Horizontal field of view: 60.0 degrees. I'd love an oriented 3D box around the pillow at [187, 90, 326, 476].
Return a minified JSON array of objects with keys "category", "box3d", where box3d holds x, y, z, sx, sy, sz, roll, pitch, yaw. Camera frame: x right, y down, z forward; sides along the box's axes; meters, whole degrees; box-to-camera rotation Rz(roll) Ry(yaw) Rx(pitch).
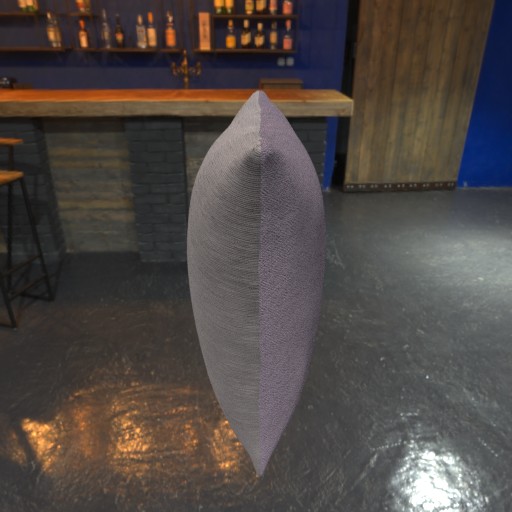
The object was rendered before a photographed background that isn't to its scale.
[{"category":"pillow","box3d":[0.000,0.000,0.689,0.204,0.439,0.452,0,26,0]}]
